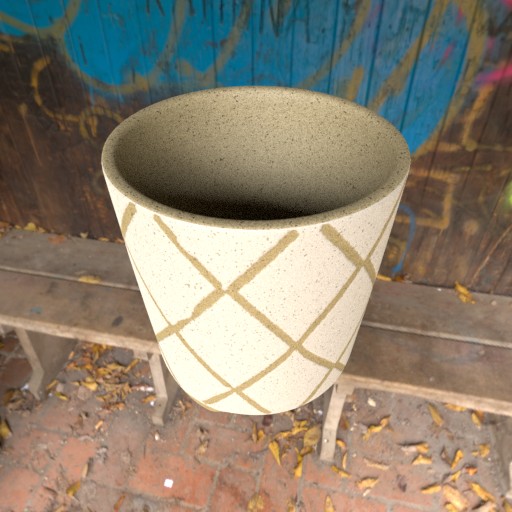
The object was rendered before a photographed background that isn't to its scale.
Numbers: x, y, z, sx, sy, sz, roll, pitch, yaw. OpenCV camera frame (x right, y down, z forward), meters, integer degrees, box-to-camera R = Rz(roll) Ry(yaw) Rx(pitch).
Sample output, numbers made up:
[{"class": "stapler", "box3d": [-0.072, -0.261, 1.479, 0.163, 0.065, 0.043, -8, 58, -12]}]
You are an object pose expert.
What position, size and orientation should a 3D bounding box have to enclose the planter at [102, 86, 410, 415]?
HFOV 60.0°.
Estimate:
[{"class": "planter", "box3d": [0.000, 0.000, 0.412, 0.228, 0.235, 0.228, 0, 41, 0]}]
